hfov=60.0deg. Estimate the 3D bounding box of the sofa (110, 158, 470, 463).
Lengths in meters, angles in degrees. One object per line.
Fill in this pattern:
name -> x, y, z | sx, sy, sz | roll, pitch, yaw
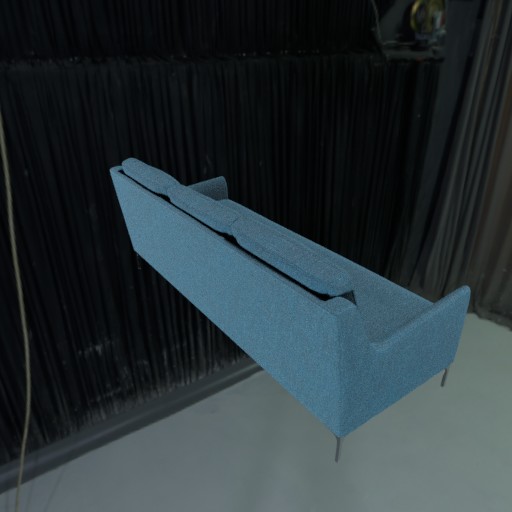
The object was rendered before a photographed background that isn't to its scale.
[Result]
sofa -> 0.000, 0.000, 2.472 | 0.849, 0.837, 2.060 | -18, 32, -32
